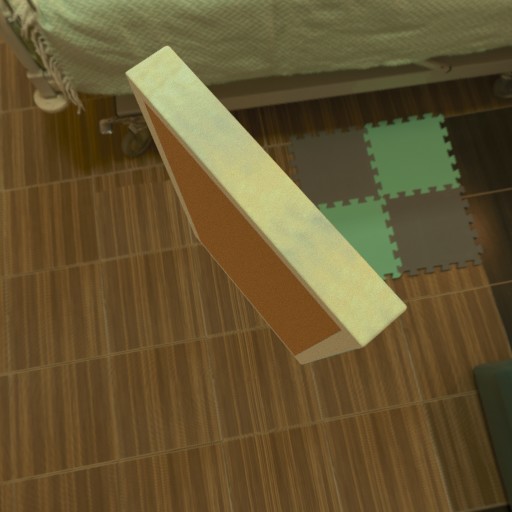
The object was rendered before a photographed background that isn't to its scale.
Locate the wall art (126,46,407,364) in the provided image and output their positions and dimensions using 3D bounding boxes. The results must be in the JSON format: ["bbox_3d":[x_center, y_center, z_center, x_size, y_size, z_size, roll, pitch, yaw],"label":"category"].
[{"bbox_3d":[0.000,0.000,0.479,0.039,0.380,0.251,-38,78,-10],"label":"wall art"}]
